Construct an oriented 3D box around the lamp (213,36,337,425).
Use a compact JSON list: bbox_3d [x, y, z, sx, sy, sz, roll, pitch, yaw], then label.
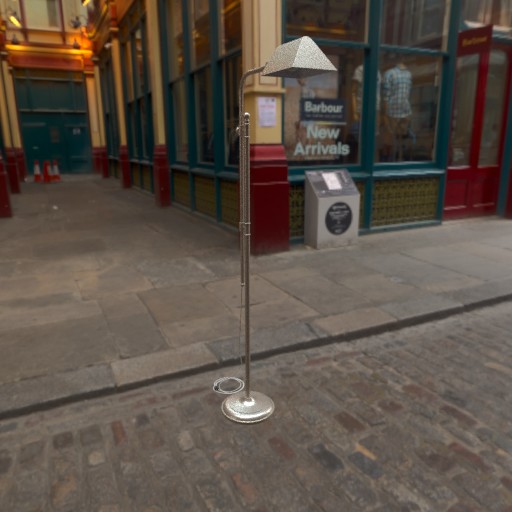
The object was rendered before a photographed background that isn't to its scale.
[{"bbox_3d":[0.000,0.000,1.875,0.256,1.571,0.813,-7,16,-26],"label":"lamp"}]
